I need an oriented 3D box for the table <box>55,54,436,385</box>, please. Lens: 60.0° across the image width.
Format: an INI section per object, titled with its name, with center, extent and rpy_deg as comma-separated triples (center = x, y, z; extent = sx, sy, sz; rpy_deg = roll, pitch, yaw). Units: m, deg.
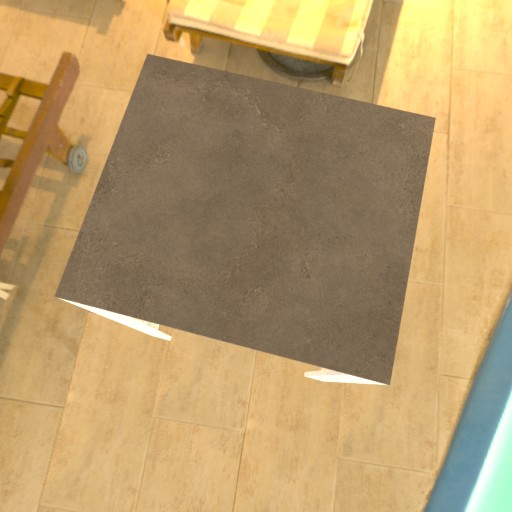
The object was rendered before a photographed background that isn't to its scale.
[table]
center = 0.000, 0.000, 1.598
extent = 0.800, 1.020, 0.700
rpy_deg = 14, 75, 4
